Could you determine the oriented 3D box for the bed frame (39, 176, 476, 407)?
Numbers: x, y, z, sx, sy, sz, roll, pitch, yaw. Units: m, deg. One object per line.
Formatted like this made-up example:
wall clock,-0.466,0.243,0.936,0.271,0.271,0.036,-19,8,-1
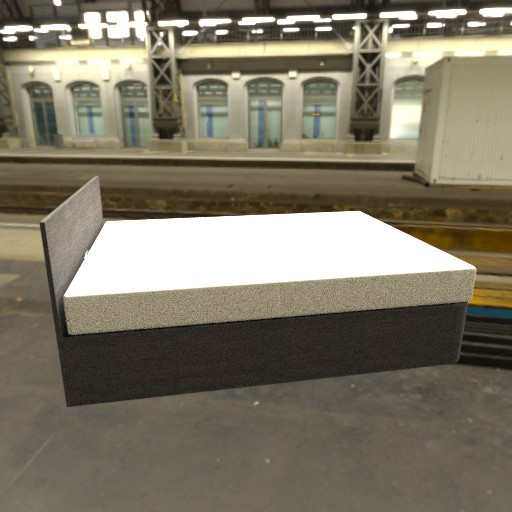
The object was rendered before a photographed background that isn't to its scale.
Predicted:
bed frame,0.000,0.000,2.582,1.900,0.800,1.400,-3,18,-10
